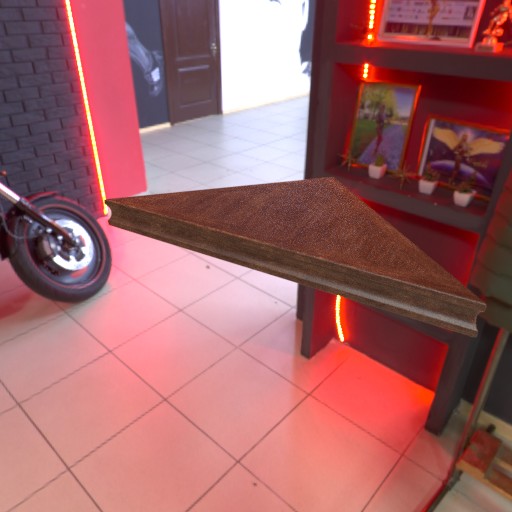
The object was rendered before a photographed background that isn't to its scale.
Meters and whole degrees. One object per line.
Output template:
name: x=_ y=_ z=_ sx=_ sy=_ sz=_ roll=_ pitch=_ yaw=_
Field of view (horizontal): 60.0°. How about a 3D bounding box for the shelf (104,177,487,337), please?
shelf: x=0.000 y=0.000 z=0.446 sx=0.296 sy=0.035 sz=0.296 roll=-8 pitch=31 yaw=-13
